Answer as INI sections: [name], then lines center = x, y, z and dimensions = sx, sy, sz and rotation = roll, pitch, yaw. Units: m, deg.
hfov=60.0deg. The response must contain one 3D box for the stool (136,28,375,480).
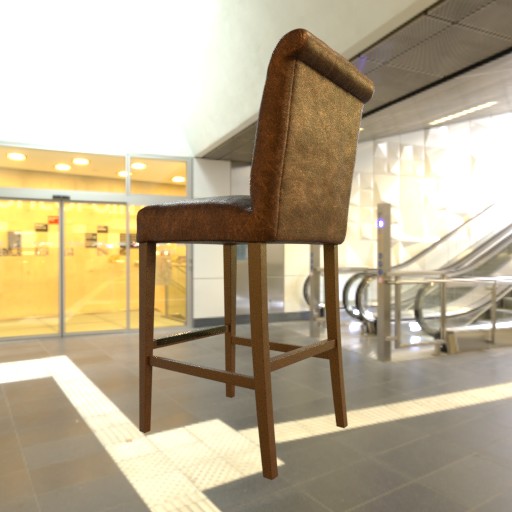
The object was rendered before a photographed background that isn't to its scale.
[stool]
center = 0.000, 0.000, 1.470
dimensions = 0.659, 1.168, 0.483
rotation = 0, 1, 37
